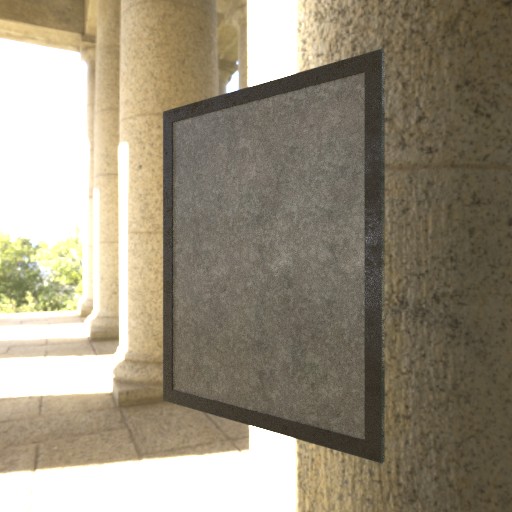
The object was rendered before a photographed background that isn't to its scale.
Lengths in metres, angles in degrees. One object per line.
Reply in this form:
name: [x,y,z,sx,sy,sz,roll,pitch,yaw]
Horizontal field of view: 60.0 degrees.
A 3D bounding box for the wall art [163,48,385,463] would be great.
wall art: [0.000,0.000,1.290,0.767,0.983,0.030,0,0,37]
